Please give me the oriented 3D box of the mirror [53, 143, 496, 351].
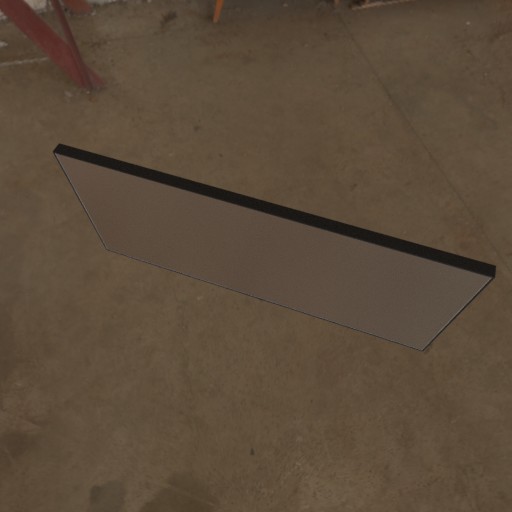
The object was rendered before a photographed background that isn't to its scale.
[{"bbox_3d":[0.000,0.000,1.811,1.584,0.692,0.047,17,60,10],"label":"mirror"}]
